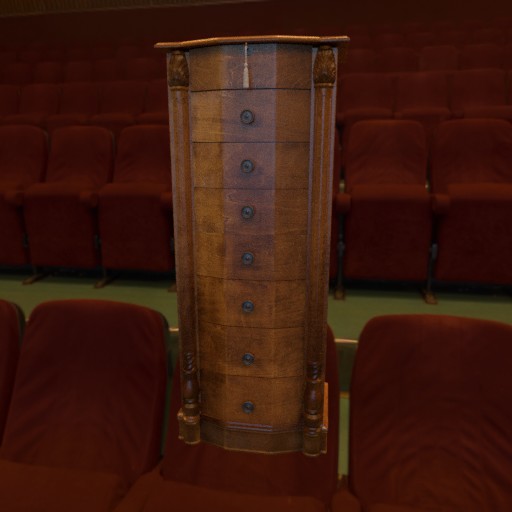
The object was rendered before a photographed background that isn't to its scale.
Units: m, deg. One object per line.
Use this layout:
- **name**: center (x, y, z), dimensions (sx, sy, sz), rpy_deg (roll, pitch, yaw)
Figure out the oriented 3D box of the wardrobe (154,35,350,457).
- **wardrobe**: center (0.000, 0.000, 1.111), dimensions (0.406, 0.959, 0.273), rpy_deg (2, 14, 9)
